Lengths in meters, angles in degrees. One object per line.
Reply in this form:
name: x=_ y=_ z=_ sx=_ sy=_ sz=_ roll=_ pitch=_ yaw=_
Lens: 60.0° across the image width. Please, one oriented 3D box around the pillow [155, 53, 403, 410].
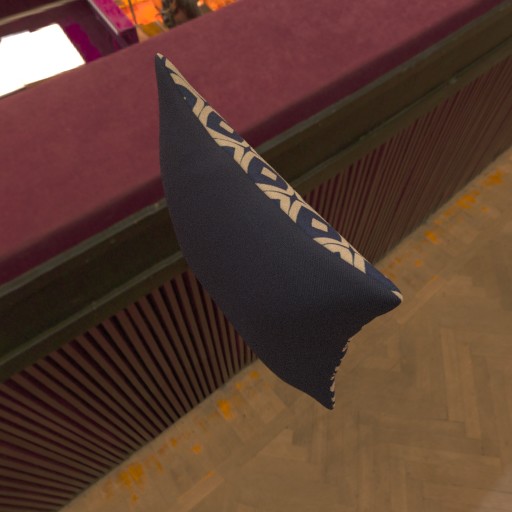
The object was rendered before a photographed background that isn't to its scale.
pillow: x=0.000 y=0.000 z=0.764 sx=0.188 sy=0.494 sz=0.504 roll=-32 pitch=64 yaw=-18
